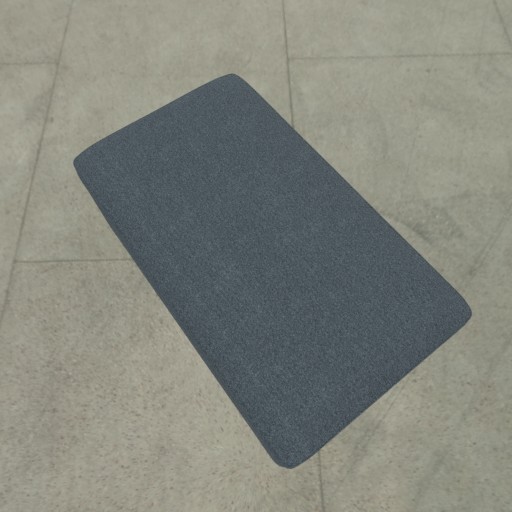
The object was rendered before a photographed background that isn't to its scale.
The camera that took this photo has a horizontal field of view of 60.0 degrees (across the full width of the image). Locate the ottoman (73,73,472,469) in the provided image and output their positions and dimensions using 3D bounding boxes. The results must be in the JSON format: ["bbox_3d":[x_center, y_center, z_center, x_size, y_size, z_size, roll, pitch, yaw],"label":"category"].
[{"bbox_3d":[0.000,0.000,1.518,0.681,0.494,1.173,-34,69,-15],"label":"ottoman"}]
